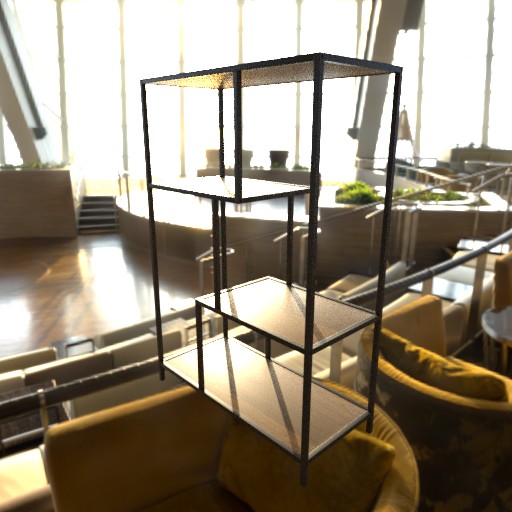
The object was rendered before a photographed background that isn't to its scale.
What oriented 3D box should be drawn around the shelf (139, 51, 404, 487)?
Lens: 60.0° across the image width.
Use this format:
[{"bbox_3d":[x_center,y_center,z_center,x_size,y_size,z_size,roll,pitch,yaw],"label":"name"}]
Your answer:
[{"bbox_3d":[0.000,0.000,1.486,0.350,1.138,0.770,-15,22,-41],"label":"shelf"}]
